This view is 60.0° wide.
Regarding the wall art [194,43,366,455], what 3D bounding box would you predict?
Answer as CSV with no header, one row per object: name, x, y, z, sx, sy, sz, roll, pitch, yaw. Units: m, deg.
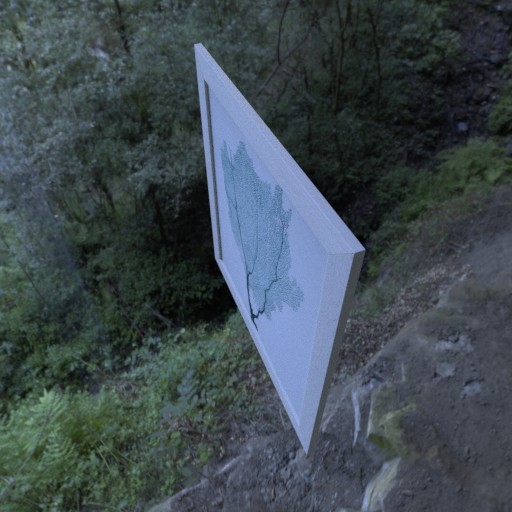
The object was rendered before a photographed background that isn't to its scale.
wall art,0.000,0.000,0.844,0.015,0.577,0.572,-16,49,-15
